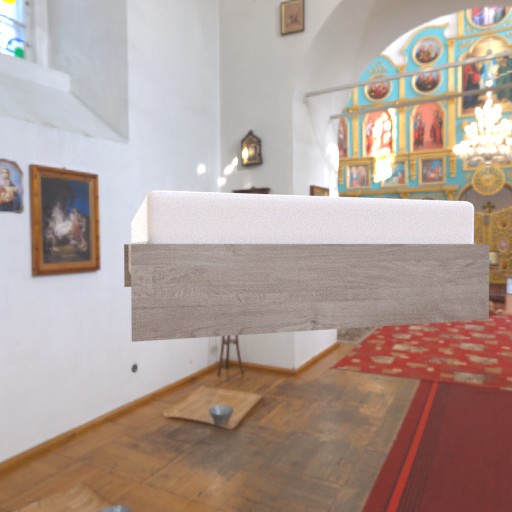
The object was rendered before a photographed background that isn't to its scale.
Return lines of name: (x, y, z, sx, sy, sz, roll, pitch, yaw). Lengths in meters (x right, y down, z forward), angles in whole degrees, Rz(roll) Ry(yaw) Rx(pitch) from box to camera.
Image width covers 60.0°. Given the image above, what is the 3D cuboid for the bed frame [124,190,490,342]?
bed frame: (0.000, 0.000, 2.572, 1.445, 0.497, 1.945, 0, 2, -17)
